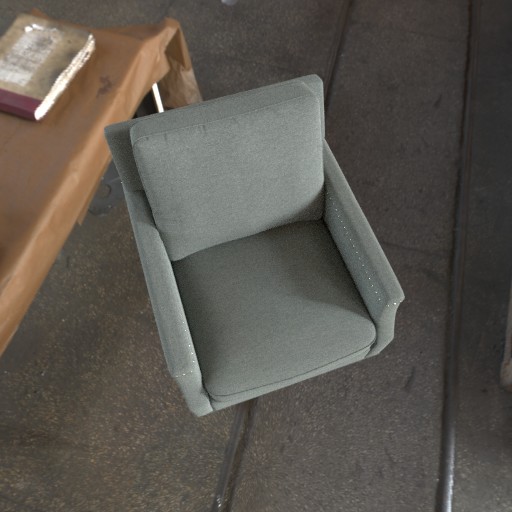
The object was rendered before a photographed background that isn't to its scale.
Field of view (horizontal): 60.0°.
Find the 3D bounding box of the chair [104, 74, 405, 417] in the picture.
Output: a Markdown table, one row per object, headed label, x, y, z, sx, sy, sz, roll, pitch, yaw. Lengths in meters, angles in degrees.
| label | x | y | z | sx | sy | sz | roll | pitch | yaw |
| --- | --- | --- | --- | --- | --- | --- | --- | --- | --- |
| chair | 0.000 | 0.000 | 1.848 | 0.885 | 1.031 | 1.031 | -17 | 66 | -8 |
